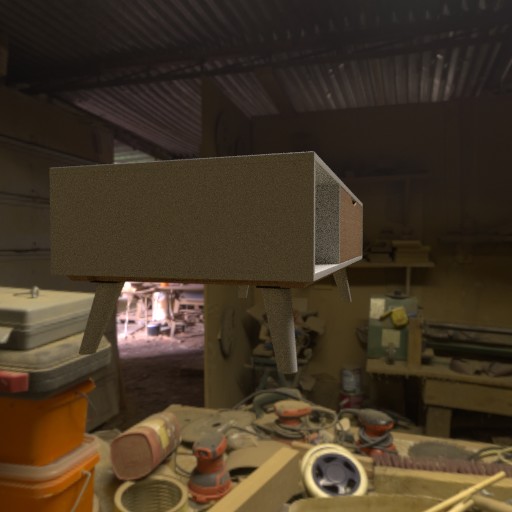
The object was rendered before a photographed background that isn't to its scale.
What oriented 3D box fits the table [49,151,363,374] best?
[{"bbox_3d":[0.000,0.000,1.494,0.609,0.432,1.194,1,2,18],"label":"table"}]
